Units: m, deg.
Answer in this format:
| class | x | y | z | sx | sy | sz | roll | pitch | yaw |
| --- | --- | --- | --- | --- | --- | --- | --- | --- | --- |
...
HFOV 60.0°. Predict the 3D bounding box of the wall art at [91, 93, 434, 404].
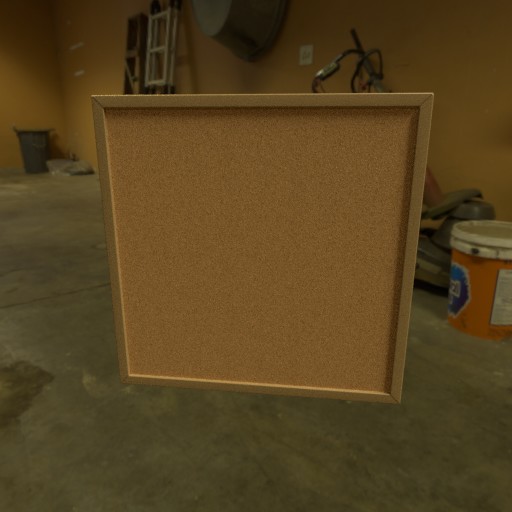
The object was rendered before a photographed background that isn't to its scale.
| class | x | y | z | sx | sy | sz | roll | pitch | yaw |
| --- | --- | --- | --- | --- | --- | --- | --- | --- | --- |
| wall art | 0.000 | 0.000 | 0.744 | 0.509 | 0.509 | 0.036 | 2 | 17 | 7 |
